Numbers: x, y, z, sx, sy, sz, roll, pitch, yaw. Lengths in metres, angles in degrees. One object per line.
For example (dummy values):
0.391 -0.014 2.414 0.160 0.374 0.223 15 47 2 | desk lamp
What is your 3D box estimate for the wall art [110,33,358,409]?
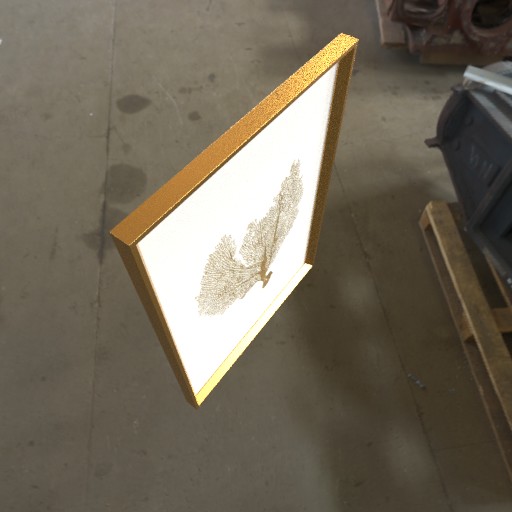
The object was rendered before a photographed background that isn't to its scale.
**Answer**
0.000 0.000 1.065 0.038 0.812 0.610 32 62 20 | wall art
